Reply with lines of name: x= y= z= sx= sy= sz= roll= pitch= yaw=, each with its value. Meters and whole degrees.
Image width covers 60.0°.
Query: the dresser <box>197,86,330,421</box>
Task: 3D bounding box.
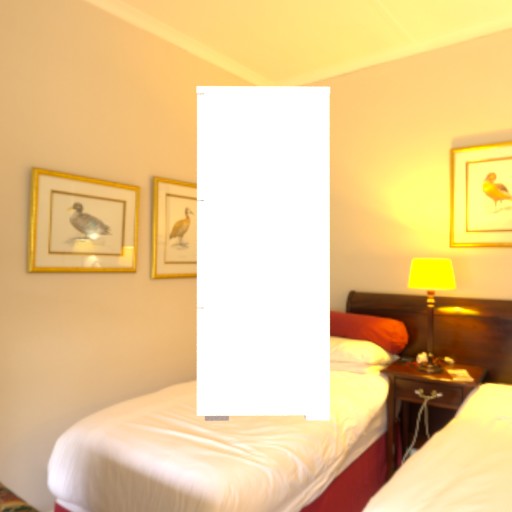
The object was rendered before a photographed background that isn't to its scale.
dresser: x=0.000 y=0.000 z=1.814 sx=0.333 sy=0.790 sz=1.535 roll=0 pitch=0 yaw=-1
